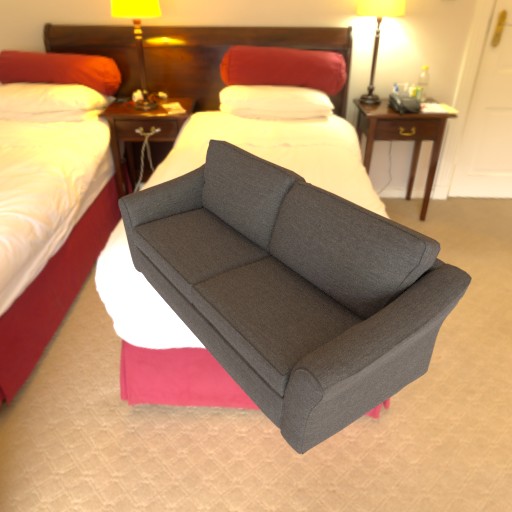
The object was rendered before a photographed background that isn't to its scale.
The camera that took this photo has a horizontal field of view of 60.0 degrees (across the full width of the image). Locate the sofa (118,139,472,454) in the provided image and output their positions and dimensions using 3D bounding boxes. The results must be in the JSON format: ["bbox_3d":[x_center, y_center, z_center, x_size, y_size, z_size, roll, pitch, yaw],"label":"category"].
[{"bbox_3d":[0.000,0.000,2.793,0.971,0.950,2.270,-21,37,-30],"label":"sofa"}]
